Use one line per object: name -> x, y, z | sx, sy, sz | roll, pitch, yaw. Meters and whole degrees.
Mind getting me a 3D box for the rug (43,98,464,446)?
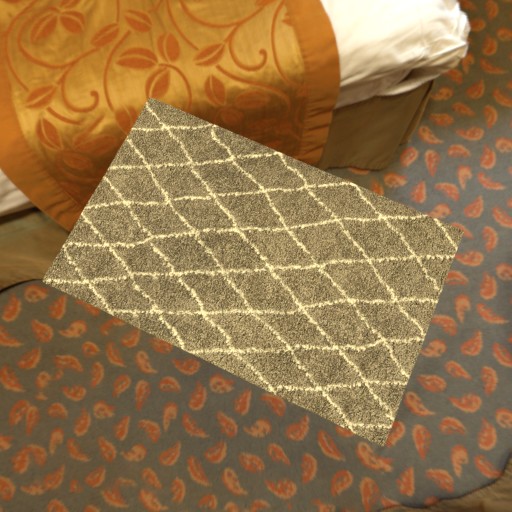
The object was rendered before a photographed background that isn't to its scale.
rug -> 0.000, 0.000, 2.995 | 2.438, 0.030, 1.524 | 24, 78, 6
